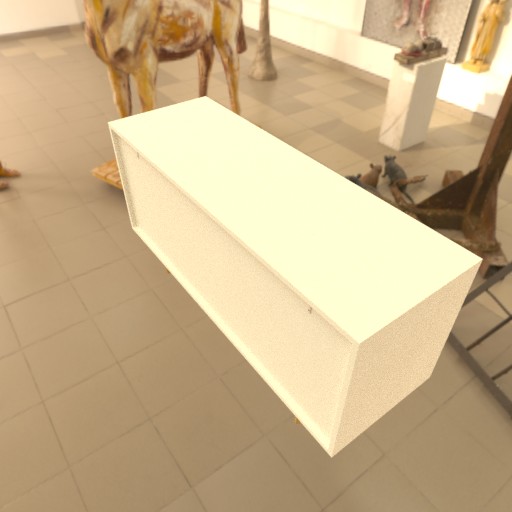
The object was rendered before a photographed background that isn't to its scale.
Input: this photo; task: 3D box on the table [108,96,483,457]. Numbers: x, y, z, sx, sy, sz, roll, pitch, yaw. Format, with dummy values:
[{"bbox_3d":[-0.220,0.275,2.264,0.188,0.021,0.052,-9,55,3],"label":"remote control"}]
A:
[{"bbox_3d":[0.000,0.000,1.858,0.508,0.769,1.500,-26,47,-27],"label":"table"}]
